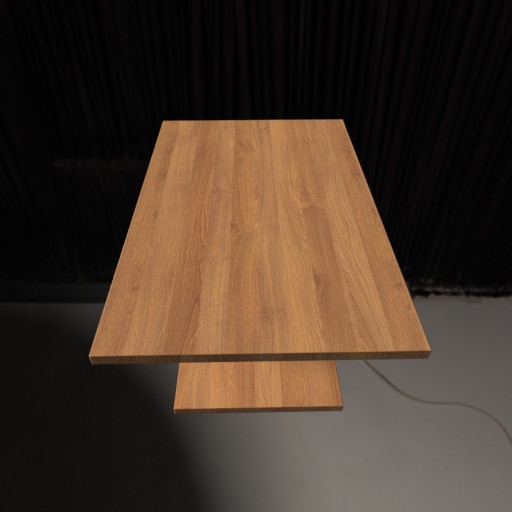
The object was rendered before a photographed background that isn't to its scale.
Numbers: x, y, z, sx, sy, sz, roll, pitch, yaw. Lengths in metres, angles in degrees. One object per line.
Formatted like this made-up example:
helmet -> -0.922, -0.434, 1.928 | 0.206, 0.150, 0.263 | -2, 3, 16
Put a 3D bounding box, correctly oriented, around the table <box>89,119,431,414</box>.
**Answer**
table -> 0.000, 0.000, 1.462 | 0.700, 0.442, 1.100 | -1, 41, -1
